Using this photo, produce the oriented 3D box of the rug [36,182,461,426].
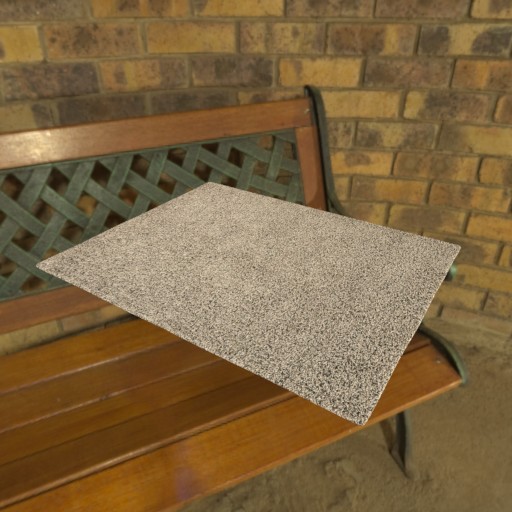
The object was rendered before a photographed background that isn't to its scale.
[{"bbox_3d":[0.000,0.000,4.039,3.047,0.029,2.438,19,35,29],"label":"rug"}]
